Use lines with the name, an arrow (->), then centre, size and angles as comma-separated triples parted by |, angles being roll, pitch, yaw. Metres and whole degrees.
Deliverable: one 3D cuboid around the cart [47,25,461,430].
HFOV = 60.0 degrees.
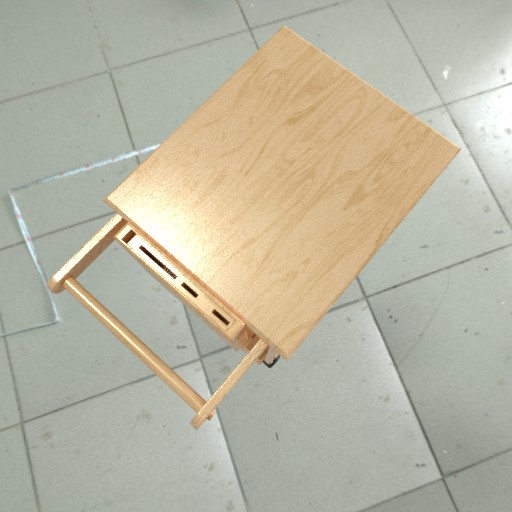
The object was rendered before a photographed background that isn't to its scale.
cart -> 0.000, 0.000, 1.336 | 0.520, 0.816, 0.843 | 40, 78, 10
